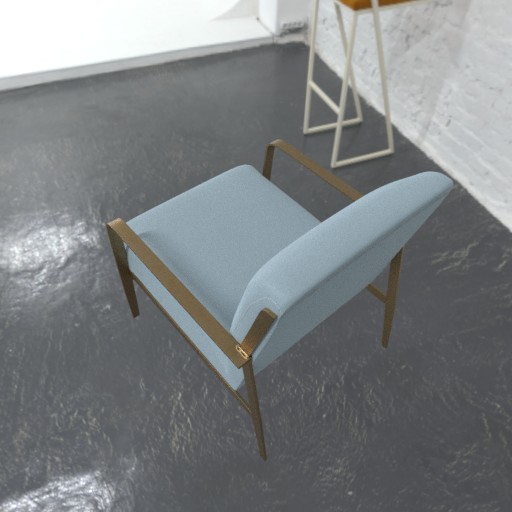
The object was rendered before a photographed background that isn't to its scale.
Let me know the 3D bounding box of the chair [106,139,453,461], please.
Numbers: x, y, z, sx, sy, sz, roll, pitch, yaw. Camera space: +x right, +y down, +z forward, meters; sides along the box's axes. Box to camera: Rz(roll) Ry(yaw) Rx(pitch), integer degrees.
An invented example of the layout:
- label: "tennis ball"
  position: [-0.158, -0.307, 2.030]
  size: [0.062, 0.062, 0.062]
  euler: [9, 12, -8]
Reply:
- label: "chair"
  position: [0.000, 0.000, 1.463]
  size: [0.701, 0.824, 0.842]
  euler: [-33, 55, -27]
